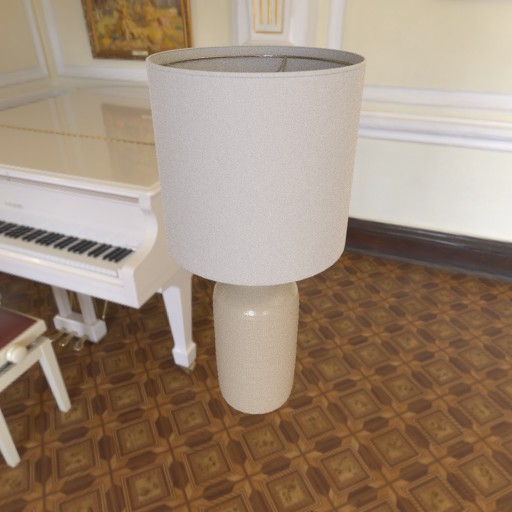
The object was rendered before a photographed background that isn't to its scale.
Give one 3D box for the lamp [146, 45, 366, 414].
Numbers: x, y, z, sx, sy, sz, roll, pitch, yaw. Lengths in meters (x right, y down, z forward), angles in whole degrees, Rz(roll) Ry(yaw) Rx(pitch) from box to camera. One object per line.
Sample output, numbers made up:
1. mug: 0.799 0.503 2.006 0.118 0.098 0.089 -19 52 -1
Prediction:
1. lamp: 0.000 0.000 0.574 0.220 0.475 0.220 19 36 29
